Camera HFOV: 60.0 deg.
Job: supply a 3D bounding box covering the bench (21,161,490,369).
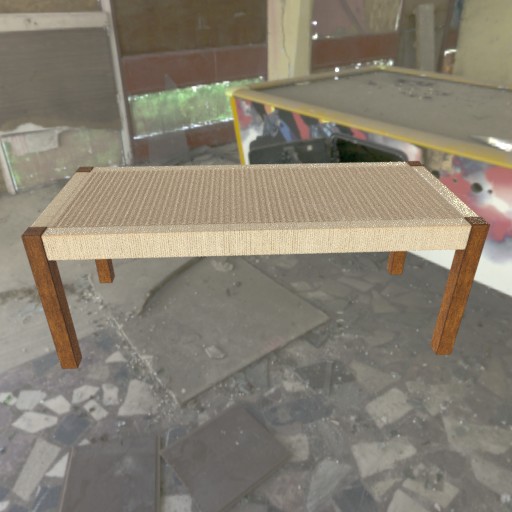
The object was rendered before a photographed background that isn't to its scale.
[{"bbox_3d":[0.000,0.000,1.463,1.198,0.457,0.507,-2,31,-3],"label":"bench"}]
